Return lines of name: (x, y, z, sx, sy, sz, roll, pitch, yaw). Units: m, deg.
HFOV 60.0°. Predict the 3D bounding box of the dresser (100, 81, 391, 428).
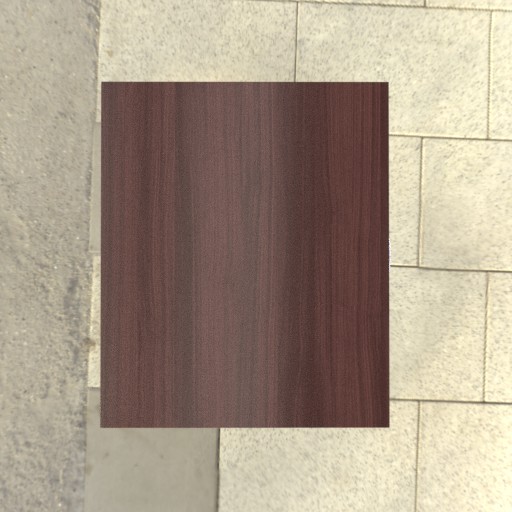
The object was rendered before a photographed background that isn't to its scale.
dresser: (0.000, 0.000, 0.747, 0.360, 0.470, 0.400, 0, 90, 0)
